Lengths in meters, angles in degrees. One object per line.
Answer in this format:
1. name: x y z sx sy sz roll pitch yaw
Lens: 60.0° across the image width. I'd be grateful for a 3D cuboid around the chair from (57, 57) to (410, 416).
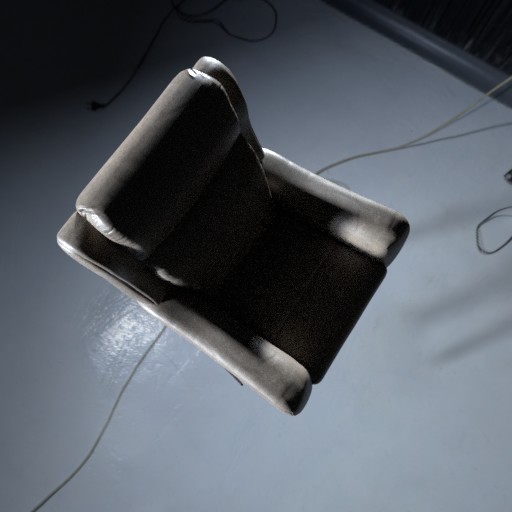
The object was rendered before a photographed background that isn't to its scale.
1. chair: 0.000 0.000 1.890 1.068 1.116 0.967 33 78 8
